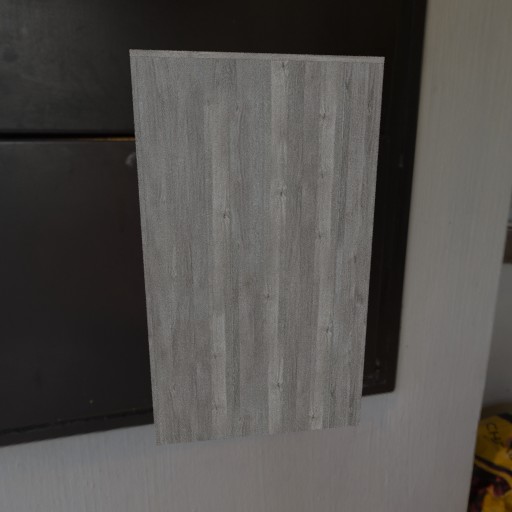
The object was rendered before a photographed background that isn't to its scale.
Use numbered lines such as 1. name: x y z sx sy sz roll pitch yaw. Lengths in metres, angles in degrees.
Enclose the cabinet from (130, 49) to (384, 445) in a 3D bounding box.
1. cabinet: 0.000 0.000 1.568 0.750 1.280 0.250 -2 15 -9
